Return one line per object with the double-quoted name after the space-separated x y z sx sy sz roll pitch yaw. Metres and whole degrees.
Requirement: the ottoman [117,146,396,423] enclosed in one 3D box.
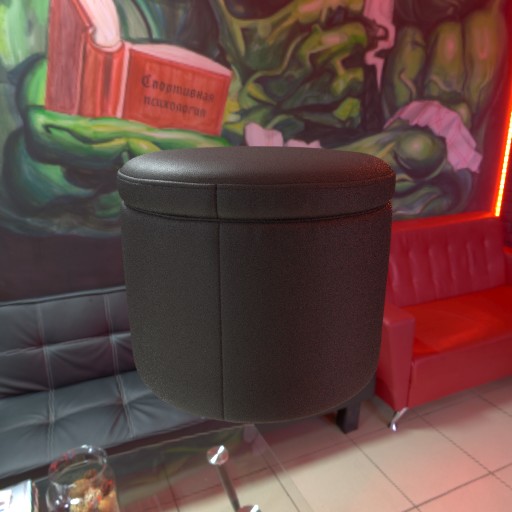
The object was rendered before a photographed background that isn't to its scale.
0.000 0.000 0.870 0.500 0.409 0.500 0 17 0 "ottoman"
